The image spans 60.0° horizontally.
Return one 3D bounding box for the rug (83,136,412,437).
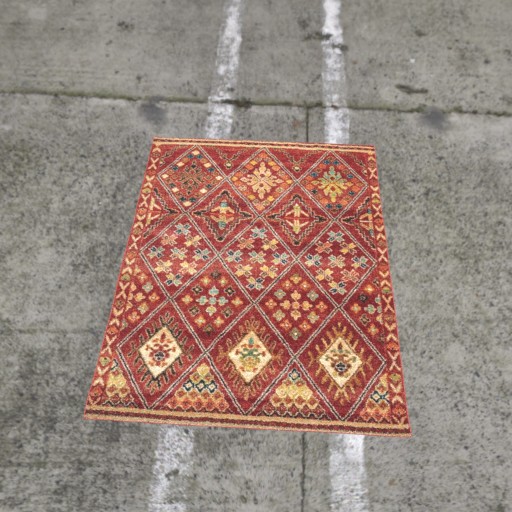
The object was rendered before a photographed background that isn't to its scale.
[{"bbox_3d":[0.000,0.000,4.165,2.489,0.030,3.086,3,58,2],"label":"rug"}]
